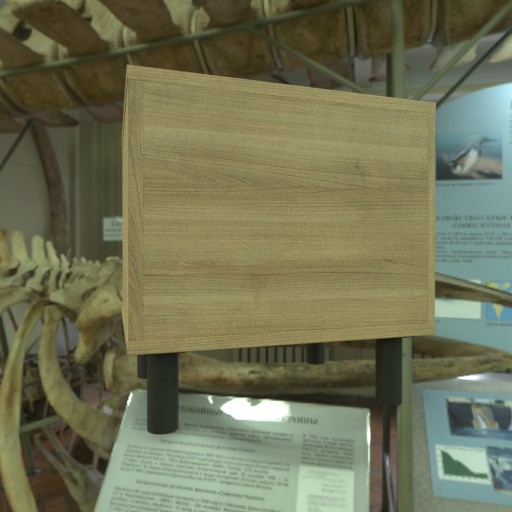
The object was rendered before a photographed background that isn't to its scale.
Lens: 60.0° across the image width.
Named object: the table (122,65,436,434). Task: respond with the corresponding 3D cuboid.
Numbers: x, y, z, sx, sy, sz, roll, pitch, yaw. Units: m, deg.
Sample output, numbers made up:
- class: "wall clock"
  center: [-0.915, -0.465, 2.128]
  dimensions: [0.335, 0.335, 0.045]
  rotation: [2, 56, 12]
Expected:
- class: "table"
  center: [0.000, 0.000, 0.779]
  dimensions: [0.445, 0.460, 0.380]
  rotation: [0, 0, -18]
